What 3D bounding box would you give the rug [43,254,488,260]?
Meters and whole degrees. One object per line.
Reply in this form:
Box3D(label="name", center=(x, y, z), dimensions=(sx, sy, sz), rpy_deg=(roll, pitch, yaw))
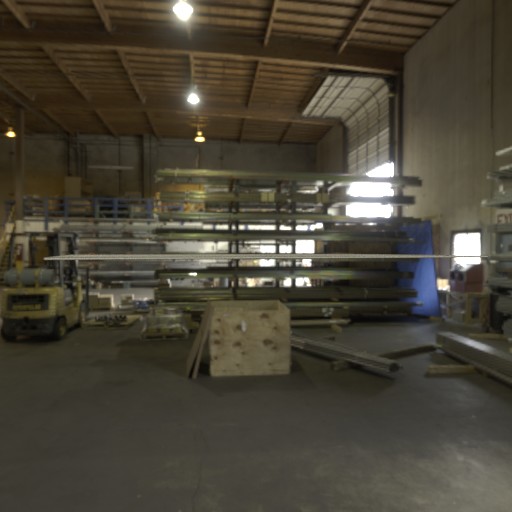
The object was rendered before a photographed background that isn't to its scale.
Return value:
Box3D(label="rug", center=(0.000, 0.000, 3.005), dimensions=(2.438, 0.012, 1.524), rpy_deg=(0, 1, -19))
